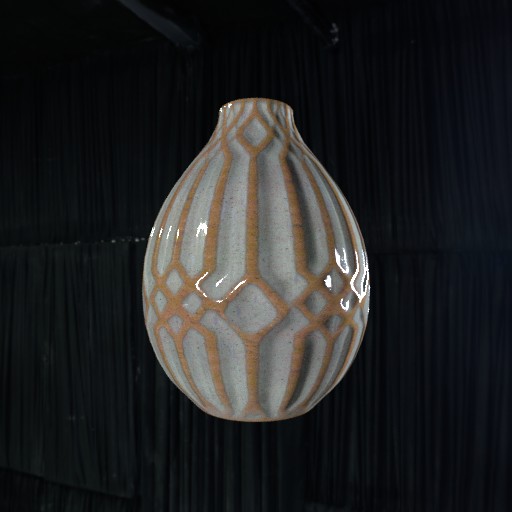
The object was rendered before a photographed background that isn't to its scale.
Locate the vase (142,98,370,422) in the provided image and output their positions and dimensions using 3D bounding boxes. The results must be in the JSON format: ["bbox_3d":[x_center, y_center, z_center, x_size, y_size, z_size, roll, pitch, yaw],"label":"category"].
[{"bbox_3d":[0.000,0.000,0.265,0.131,0.175,0.131,0,-2,0],"label":"vase"}]
